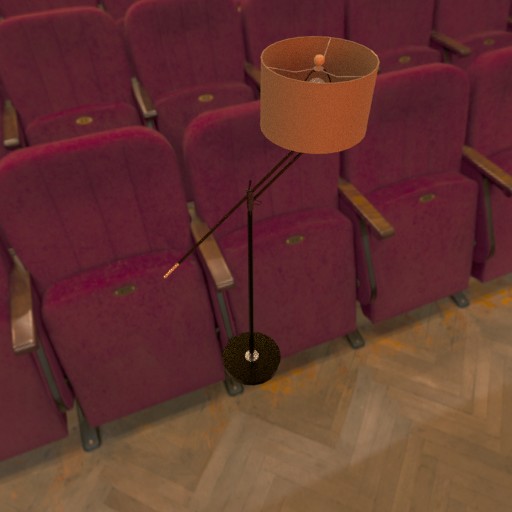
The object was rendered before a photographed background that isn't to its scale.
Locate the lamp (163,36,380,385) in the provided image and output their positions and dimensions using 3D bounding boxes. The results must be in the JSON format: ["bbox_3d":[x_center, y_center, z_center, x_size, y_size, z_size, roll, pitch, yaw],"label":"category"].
[{"bbox_3d":[0.000,0.000,1.925,0.809,1.635,0.373,-16,48,-15],"label":"lamp"}]
